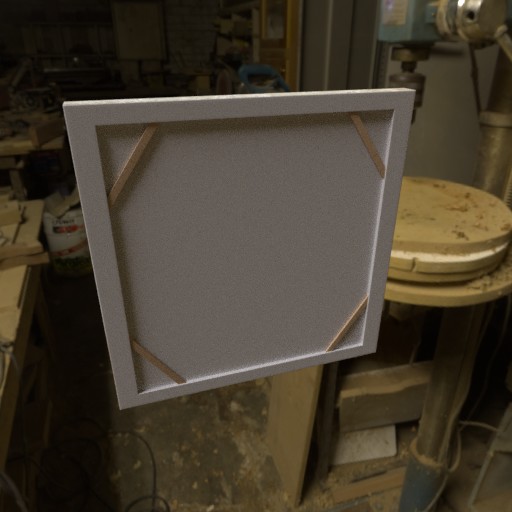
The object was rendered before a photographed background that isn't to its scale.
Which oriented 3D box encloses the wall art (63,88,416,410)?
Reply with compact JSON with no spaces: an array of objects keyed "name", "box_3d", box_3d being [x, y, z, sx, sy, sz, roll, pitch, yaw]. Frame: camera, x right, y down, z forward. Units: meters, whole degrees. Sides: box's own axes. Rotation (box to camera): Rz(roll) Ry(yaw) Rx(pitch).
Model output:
[{"name":"wall art","box_3d":[0.000,0.000,0.889,0.610,0.610,0.038,-8,28,-16]}]
